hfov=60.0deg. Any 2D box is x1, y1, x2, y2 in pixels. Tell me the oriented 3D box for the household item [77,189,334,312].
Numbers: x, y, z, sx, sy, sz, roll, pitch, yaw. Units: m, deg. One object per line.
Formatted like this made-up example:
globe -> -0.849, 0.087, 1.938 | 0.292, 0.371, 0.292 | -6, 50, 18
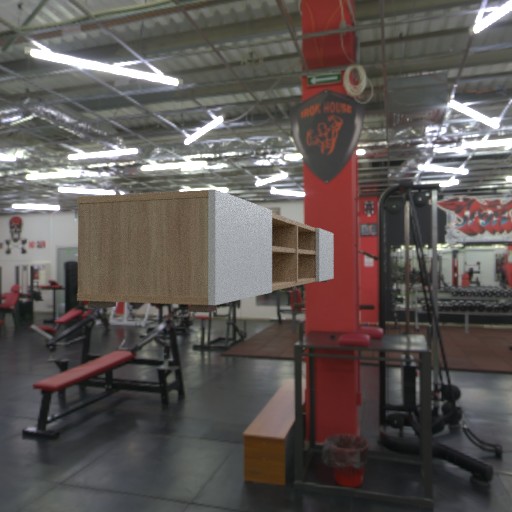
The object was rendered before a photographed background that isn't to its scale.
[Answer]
household item -> 0.000, 0.000, 2.042 | 0.420, 0.310, 1.850 | 0, -1, 19
